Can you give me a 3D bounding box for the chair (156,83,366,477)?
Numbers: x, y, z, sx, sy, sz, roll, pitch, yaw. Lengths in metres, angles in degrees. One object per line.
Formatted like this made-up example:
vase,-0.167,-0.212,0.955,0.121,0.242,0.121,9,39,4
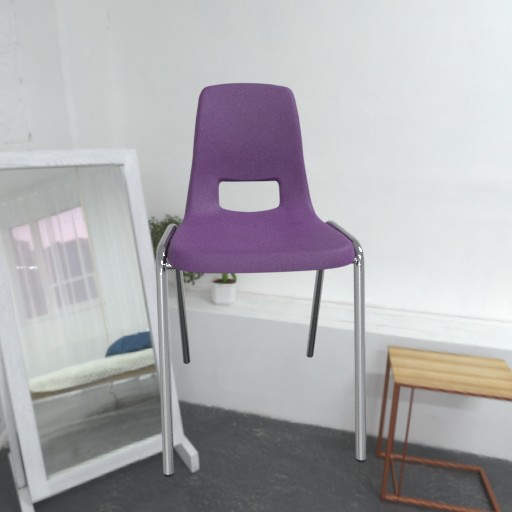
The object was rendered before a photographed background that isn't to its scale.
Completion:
chair,0.000,0.000,0.922,0.381,0.704,0.432,-2,17,-5
